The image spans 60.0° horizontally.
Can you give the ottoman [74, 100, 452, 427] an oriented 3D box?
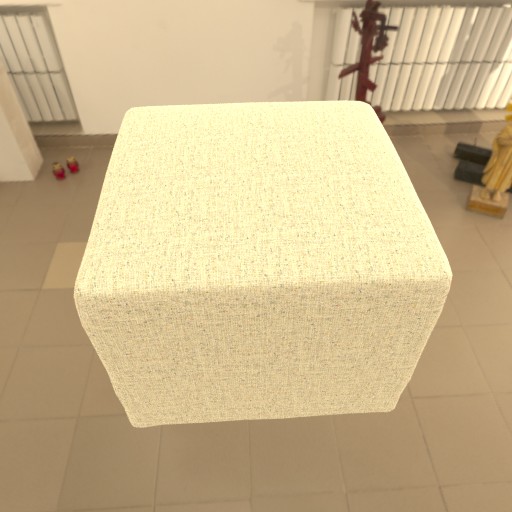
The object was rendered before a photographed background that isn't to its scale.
[{"bbox_3d":[0.000,0.000,0.885,0.521,0.453,0.512,-3,46,-2],"label":"ottoman"}]
